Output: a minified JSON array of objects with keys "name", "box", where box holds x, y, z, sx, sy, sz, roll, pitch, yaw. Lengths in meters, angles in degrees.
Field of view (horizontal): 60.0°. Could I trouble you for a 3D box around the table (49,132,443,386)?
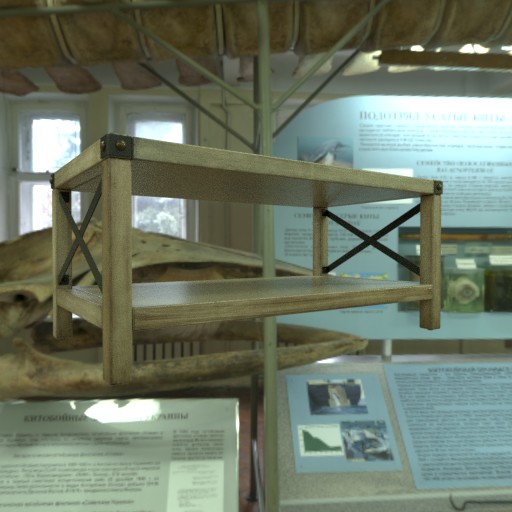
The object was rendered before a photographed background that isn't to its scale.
[{"name":"table","box":[0.000,0.000,1.288,1.016,0.456,0.559,-1,1,-34]}]
